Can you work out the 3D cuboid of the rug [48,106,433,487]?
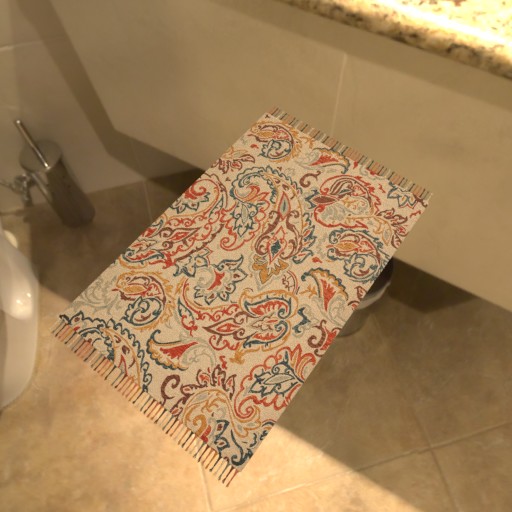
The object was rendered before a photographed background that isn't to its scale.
[{"bbox_3d":[0.000,0.000,2.493,1.218,0.010,1.997,34,67,16],"label":"rug"}]
